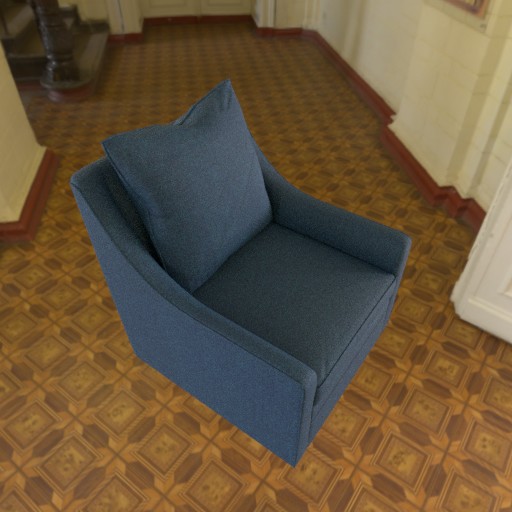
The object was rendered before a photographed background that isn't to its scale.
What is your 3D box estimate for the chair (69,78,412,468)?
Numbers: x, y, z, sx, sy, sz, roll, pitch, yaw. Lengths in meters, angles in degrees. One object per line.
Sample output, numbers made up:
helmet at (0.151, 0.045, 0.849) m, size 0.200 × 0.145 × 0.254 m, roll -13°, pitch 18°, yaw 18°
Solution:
chair at (0.000, 0.000, 1.572) m, size 0.870 × 0.939 × 0.750 m, roll 26°, pitch 48°, yaw 26°
